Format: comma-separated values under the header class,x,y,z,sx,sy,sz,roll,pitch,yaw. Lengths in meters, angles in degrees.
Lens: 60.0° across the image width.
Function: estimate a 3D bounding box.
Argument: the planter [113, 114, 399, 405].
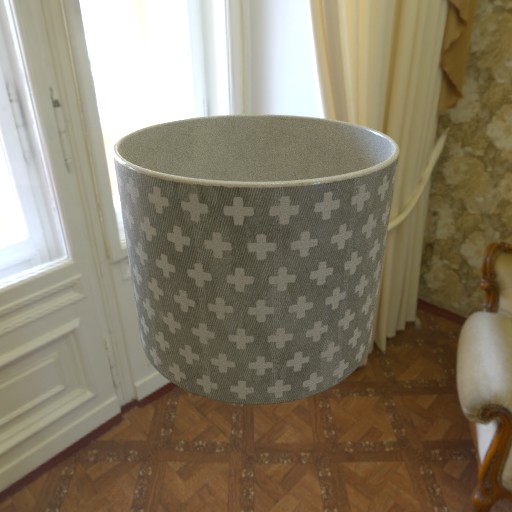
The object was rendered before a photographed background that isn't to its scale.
class,x,y,z,sx,sy,sz,roll,pitch,yaw
planter,0.000,0.000,0.347,0.190,0.181,0.190,0,28,0
